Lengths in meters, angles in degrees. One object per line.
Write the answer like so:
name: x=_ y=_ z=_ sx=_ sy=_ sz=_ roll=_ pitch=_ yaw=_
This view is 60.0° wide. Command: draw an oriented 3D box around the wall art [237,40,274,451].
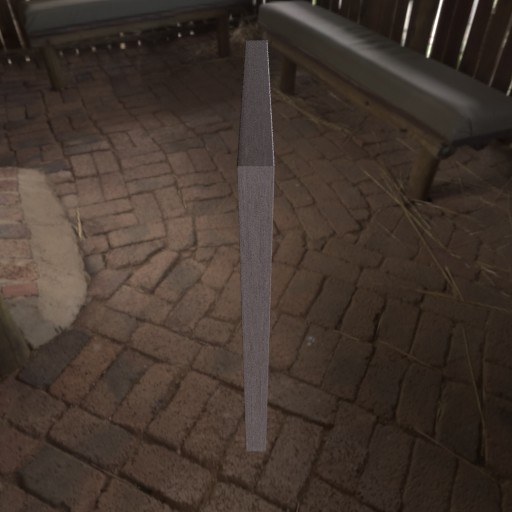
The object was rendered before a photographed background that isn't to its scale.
wall art: x=0.000 y=0.000 z=0.670 sx=0.032 sy=0.510 sz=0.358 roll=0 pitch=41 yaw=0
